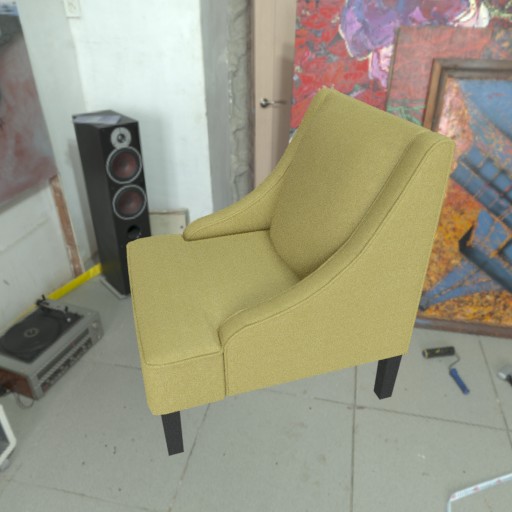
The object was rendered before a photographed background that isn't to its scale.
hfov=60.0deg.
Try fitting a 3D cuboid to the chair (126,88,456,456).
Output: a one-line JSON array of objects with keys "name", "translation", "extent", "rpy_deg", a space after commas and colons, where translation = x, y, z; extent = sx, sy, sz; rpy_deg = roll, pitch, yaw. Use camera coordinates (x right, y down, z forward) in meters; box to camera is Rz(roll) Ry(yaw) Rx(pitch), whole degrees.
[{"name": "chair", "translation": [0.000, 0.000, 1.451], "extent": [0.814, 0.896, 0.696], "rpy_deg": [-9, 32, -15]}]
